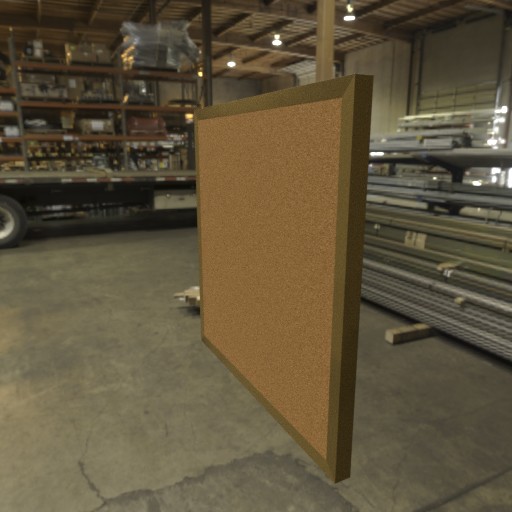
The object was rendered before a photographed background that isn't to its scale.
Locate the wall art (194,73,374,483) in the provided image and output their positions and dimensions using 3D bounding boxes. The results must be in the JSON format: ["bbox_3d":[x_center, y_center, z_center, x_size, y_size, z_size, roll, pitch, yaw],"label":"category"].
[{"bbox_3d":[0.000,0.000,1.128,0.038,0.762,0.762,-7,15,-26],"label":"wall art"}]
